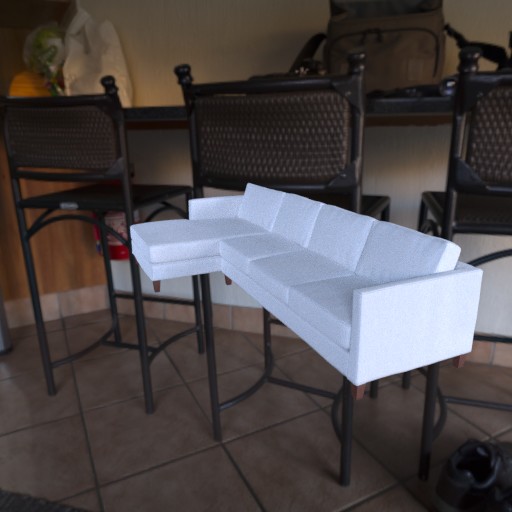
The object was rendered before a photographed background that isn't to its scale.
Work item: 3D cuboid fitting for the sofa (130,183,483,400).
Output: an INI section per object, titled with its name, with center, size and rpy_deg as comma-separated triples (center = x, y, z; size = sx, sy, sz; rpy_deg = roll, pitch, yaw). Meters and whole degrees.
[sofa]
center = 0.000, 0.000, 3.836
size = 1.625, 0.861, 3.186
rpy_deg = -8, 19, -24
